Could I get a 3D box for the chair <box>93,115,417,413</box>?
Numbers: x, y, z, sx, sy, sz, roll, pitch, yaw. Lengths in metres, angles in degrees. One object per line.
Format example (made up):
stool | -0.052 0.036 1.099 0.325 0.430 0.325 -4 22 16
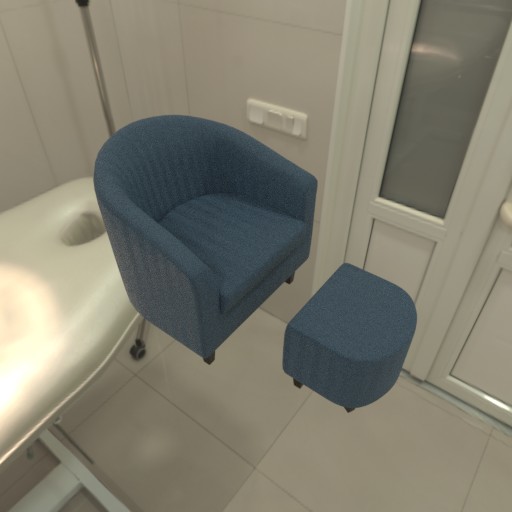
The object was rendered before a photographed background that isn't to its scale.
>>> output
chair | 0.000 0.000 1.738 1.288 0.757 0.756 26 48 27
